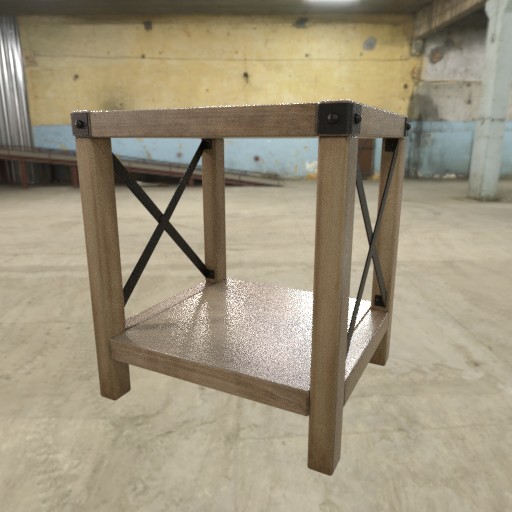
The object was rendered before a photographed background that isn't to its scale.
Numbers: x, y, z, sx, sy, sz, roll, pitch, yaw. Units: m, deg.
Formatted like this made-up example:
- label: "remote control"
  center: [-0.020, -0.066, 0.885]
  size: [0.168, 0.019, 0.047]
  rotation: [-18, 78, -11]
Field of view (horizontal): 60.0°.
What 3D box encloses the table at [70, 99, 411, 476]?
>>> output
- label: "table"
  center: [0.000, 0.000, 0.916]
  size: [0.510, 0.561, 0.459]
  rotation: [7, 16, 26]
